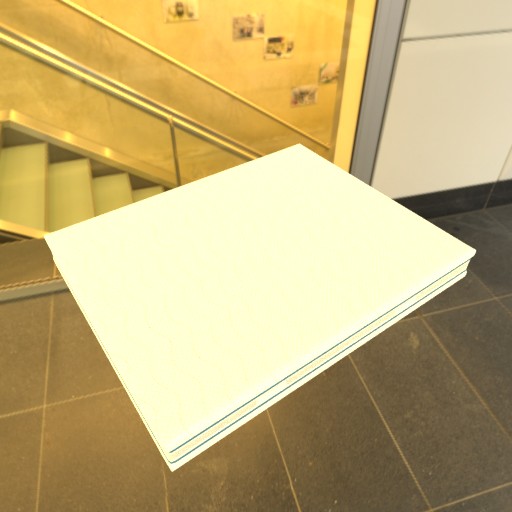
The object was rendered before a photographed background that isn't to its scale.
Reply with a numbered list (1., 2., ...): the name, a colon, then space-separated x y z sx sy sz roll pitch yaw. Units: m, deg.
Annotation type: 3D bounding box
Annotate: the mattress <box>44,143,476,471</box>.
1. mattress: 0.000 0.000 2.684 2.000 0.230 1.600 -25 48 -26
